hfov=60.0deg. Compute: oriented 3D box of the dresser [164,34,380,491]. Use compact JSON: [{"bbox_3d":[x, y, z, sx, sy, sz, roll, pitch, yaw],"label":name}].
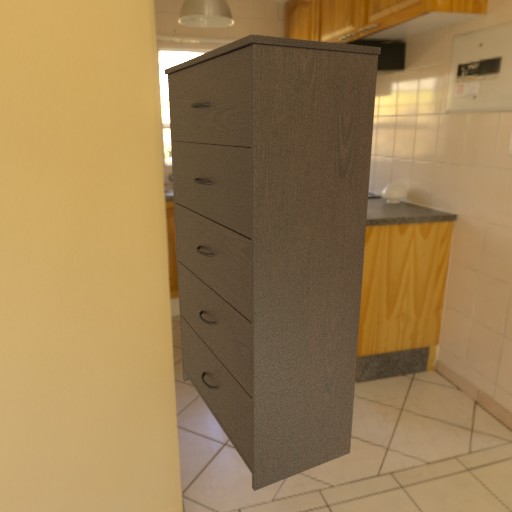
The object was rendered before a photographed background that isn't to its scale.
[{"bbox_3d":[0.000,0.000,1.540,0.418,1.254,0.704,-8,18,-26],"label":"dresser"}]
